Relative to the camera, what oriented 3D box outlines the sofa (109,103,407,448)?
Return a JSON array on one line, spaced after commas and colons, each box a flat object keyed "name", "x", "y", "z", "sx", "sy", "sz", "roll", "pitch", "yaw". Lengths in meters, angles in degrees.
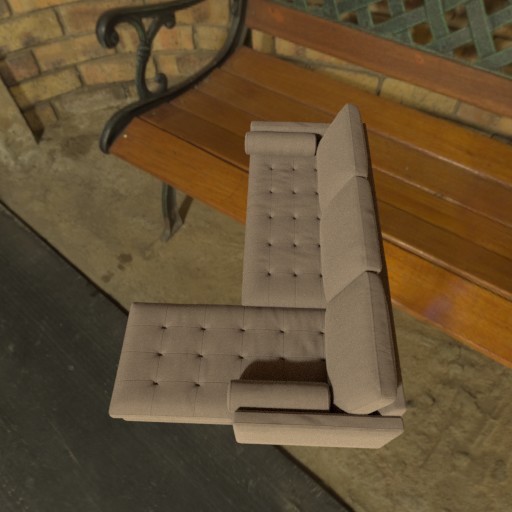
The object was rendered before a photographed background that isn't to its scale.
[{"name": "sofa", "x": 0.000, "y": 0.000, "z": 2.854, "sx": 1.506, "sy": 0.875, "sz": 2.178, "roll": 2, "pitch": 58, "yaw": 1}]
